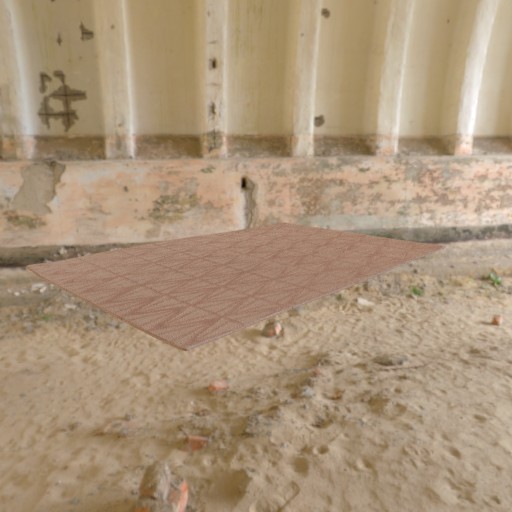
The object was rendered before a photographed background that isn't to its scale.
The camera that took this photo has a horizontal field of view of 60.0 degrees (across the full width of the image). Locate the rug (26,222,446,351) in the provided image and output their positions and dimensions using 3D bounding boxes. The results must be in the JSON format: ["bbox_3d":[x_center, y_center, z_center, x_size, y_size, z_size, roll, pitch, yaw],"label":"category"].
[{"bbox_3d":[0.000,0.000,2.283,1.230,0.025,1.837,13,19,43],"label":"rug"}]
